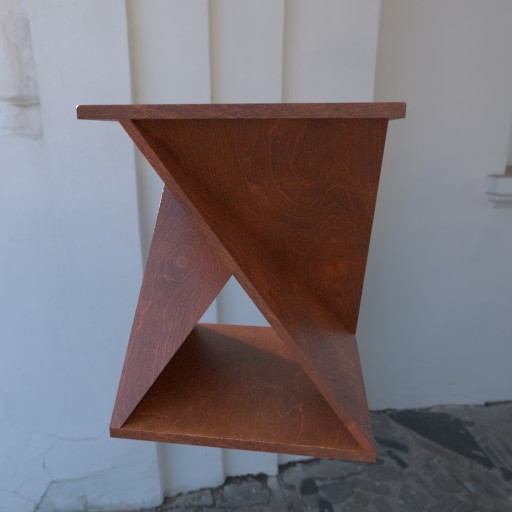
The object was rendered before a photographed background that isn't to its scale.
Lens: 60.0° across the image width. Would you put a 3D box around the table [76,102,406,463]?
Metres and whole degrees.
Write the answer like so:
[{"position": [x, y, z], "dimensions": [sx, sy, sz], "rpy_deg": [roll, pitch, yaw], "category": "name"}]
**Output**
[{"position": [0.000, 0.000, 0.837], "dimensions": [0.427, 0.520, 0.427], "rpy_deg": [2, 16, 8], "category": "table"}]
